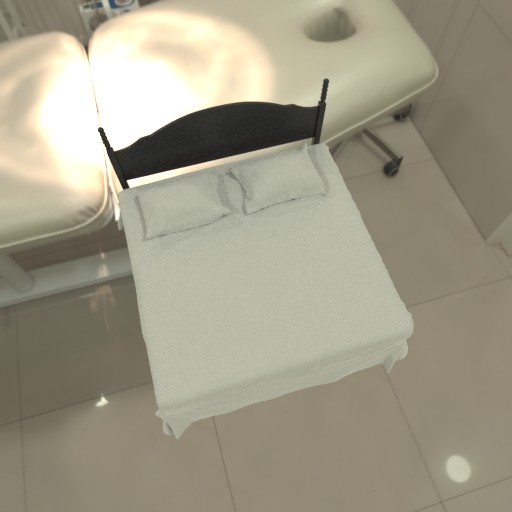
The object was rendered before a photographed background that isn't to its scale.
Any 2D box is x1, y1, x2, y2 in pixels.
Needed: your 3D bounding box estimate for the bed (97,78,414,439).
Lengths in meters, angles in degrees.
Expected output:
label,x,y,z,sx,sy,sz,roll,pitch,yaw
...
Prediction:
label,x,y,z,sx,sy,sz,roll,pitch,yaw
bed,0.000,0.000,3.657,2.322,1.355,2.219,-15,64,-8
